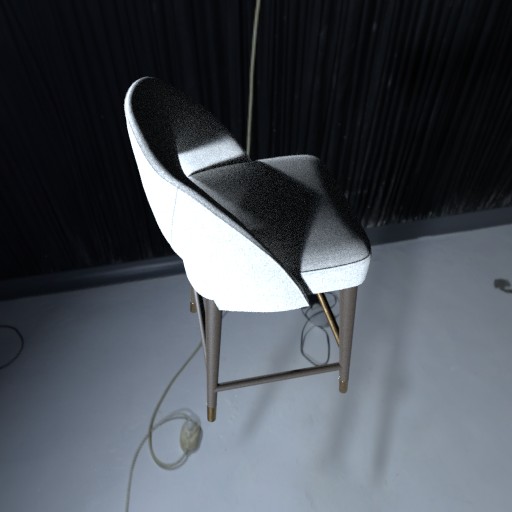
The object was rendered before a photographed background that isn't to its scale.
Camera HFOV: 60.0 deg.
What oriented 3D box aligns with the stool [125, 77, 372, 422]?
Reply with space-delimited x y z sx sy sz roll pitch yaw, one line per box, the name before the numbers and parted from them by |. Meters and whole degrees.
stool | 0.000 0.000 1.208 0.509 0.940 0.494 -9 47 -9
